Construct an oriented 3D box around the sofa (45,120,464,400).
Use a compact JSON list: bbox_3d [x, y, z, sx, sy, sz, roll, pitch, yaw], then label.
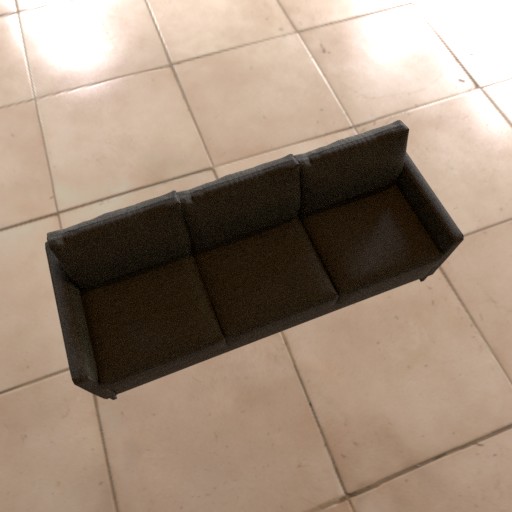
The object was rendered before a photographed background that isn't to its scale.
[{"bbox_3d":[0.000,0.000,2.650,2.253,0.879,0.876,-19,65,-9],"label":"sofa"}]
